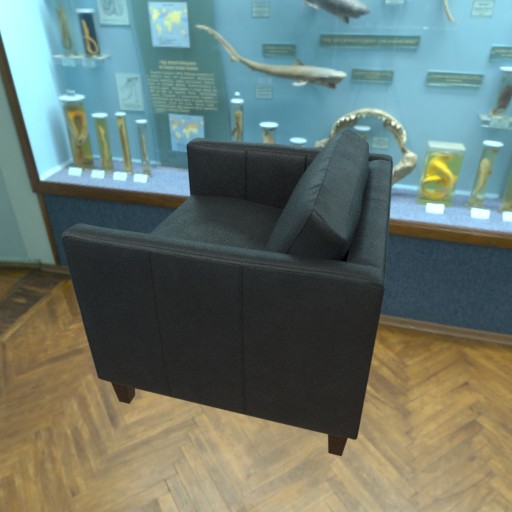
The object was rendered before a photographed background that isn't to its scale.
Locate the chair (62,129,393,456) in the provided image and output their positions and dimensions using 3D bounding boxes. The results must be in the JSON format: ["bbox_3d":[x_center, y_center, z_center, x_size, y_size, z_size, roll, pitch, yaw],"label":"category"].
[{"bbox_3d":[0.000,0.000,1.594,0.862,0.811,0.939,8,32,14],"label":"chair"}]
